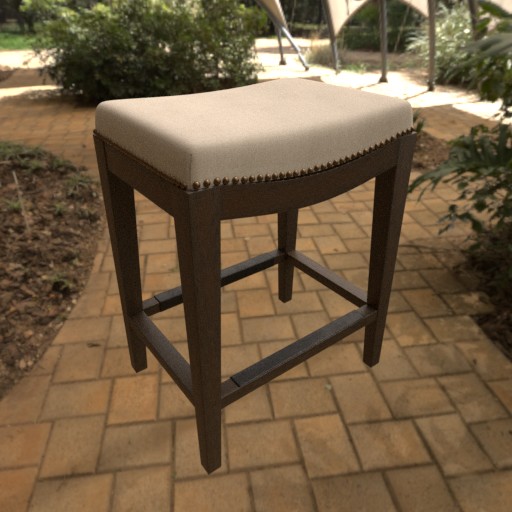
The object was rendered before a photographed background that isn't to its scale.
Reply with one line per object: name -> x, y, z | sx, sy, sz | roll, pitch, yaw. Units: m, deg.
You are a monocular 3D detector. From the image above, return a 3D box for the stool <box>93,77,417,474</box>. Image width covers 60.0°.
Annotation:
stool -> 0.000, 0.000, 0.943 | 0.500, 0.642, 0.361 | -21, 37, -31
